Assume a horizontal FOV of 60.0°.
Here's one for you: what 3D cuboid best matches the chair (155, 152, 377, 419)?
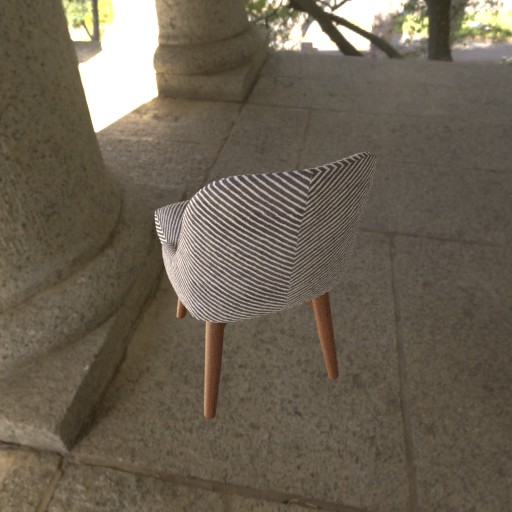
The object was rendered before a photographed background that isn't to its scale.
[{"bbox_3d":[0.000,0.000,1.261,0.504,0.883,0.591,-13,43,-14],"label":"chair"}]
